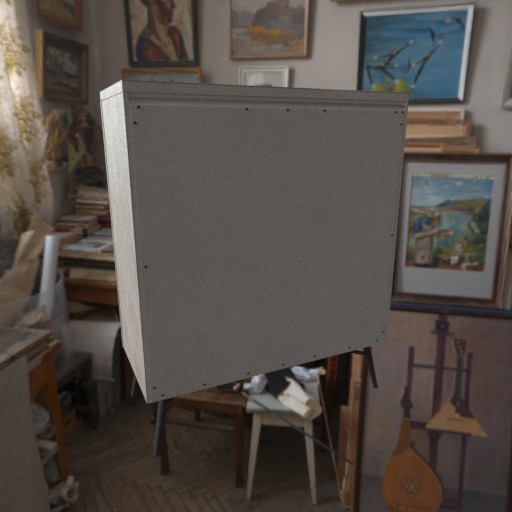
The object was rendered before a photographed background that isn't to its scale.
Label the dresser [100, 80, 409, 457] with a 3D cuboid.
[{"bbox_3d":[0.000,0.000,1.755,1.016,1.219,0.457,-8,18,-25],"label":"dresser"}]
